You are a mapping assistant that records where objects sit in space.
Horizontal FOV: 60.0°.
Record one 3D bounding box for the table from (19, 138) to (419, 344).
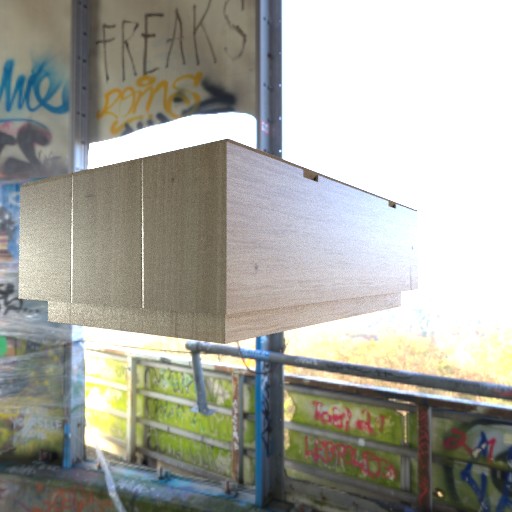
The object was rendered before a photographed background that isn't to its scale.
[{"bbox_3d":[0.000,0.000,1.376,0.678,0.353,1.110,-1,-2,36],"label":"table"}]
